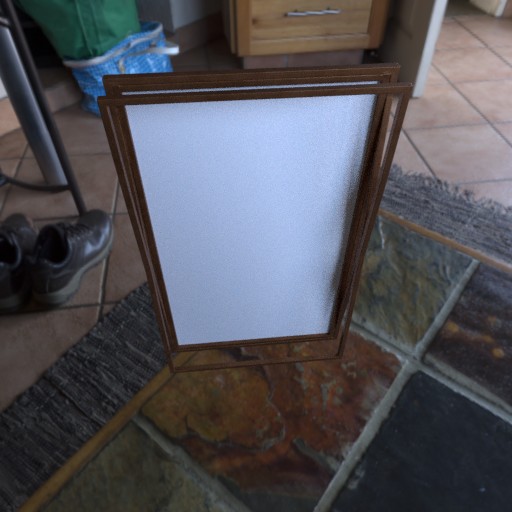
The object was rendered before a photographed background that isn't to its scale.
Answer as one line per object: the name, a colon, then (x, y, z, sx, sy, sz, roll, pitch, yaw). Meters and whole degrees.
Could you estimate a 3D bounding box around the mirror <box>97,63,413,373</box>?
mirror: (0.000, 0.000, 0.948, 0.468, 0.768, 0.082, -4, 46, -4)
